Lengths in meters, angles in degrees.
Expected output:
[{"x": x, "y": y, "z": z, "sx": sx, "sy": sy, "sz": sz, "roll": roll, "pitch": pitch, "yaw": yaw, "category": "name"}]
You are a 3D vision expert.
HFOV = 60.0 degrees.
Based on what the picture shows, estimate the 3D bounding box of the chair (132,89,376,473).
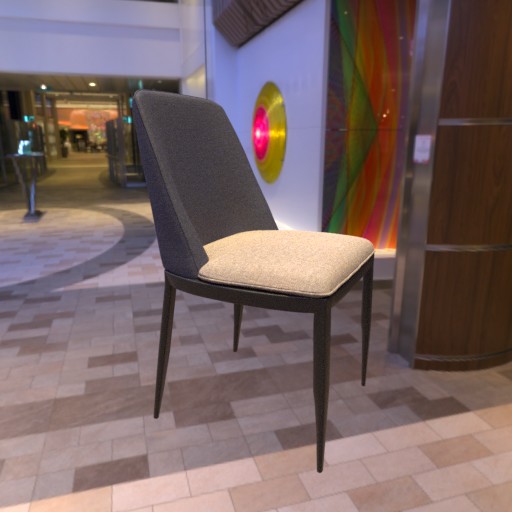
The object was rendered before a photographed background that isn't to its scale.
[{"x": 0.000, "y": 0.000, "z": 1.174, "sx": 0.551, "sy": 0.839, "sz": 0.480, "roll": 7, "pitch": 16, "yaw": 26, "category": "chair"}]
